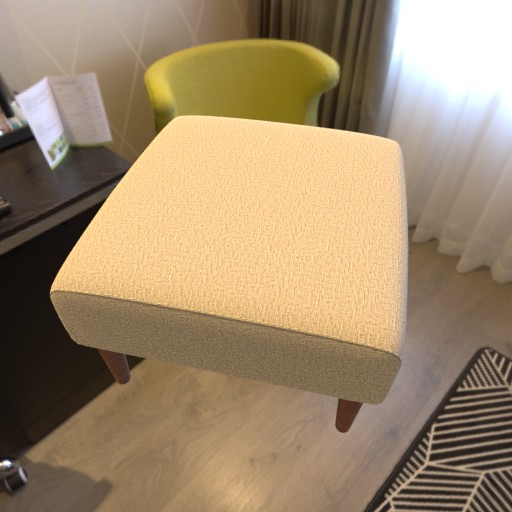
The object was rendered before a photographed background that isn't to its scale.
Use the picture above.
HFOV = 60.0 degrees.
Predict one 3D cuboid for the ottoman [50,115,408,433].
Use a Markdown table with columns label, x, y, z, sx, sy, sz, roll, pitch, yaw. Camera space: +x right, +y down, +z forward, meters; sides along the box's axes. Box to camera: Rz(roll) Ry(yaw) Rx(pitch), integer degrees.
| label | x | y | z | sx | sy | sz | roll | pitch | yaw |
| --- | --- | --- | --- | --- | --- | --- | --- | --- | --- |
| ottoman | 0.000 | 0.000 | 1.061 | 0.649 | 0.398 | 0.650 | 9 | 46 | 9 |
